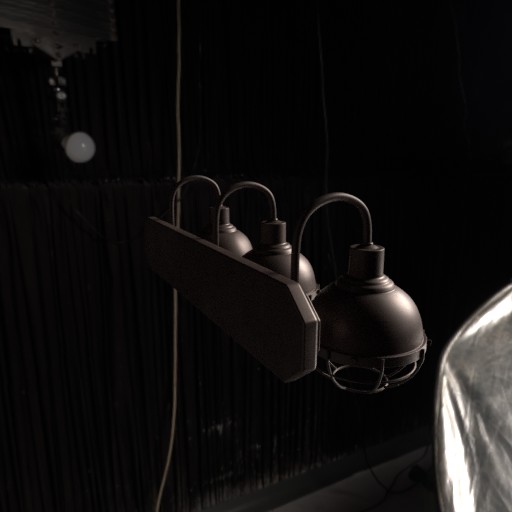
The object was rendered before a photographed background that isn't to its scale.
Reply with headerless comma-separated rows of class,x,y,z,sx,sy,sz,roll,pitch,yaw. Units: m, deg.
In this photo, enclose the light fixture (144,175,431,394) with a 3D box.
light fixture,0.000,0.000,0.762,0.229,0.254,0.634,-7,15,-27
